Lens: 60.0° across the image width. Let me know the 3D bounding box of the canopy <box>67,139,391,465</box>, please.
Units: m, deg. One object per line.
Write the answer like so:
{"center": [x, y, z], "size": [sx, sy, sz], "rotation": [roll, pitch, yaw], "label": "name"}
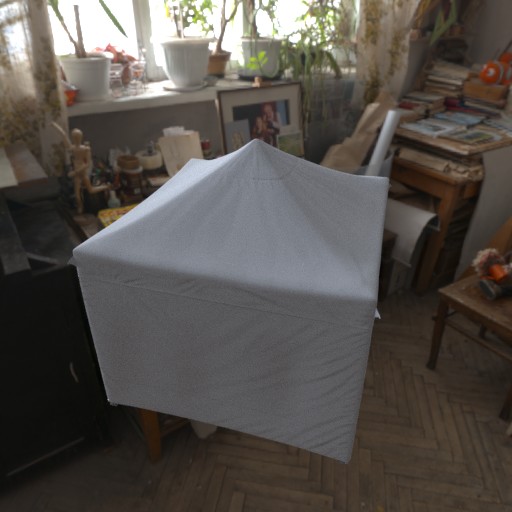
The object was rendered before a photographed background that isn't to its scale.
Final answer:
{"center": [0.000, 0.000, 5.567], "size": [3.043, 2.997, 3.121], "rotation": [9, 32, 14], "label": "canopy"}
